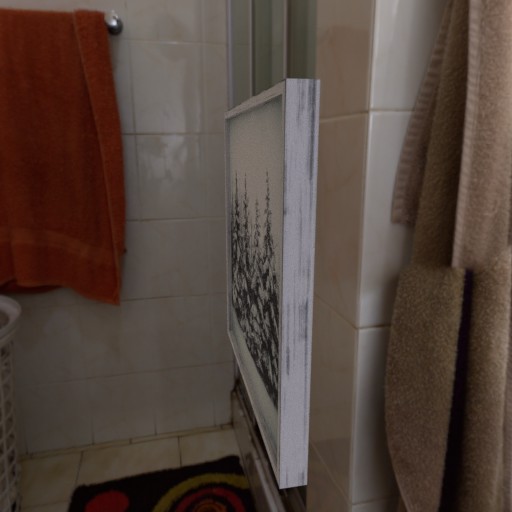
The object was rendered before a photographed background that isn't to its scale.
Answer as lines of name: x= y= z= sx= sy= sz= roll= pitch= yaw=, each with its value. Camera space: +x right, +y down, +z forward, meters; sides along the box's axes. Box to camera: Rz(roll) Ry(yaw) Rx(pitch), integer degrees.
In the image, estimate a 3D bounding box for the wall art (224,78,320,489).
wall art: x=0.000 y=0.000 z=0.765 sx=0.038 sy=0.506 sz=0.506 roll=-3 pitch=14 yaw=-11
